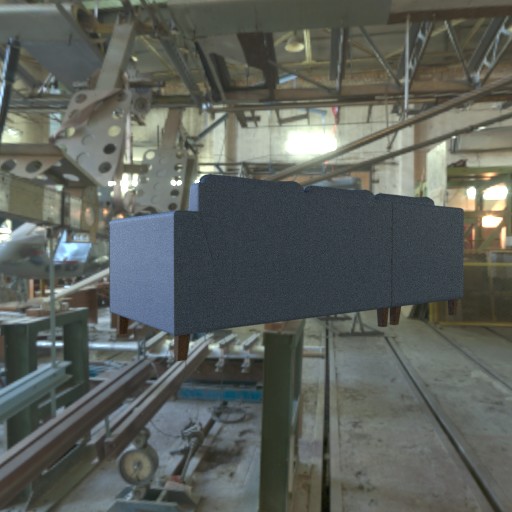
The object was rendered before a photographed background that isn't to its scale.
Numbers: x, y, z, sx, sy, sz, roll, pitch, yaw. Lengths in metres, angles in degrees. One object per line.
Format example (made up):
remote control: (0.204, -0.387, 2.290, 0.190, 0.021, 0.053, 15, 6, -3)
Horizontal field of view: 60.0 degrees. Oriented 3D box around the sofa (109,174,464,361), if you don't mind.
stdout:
sofa: (0.000, 0.000, 3.067, 2.120, 0.787, 1.829, -1, 1, -36)
